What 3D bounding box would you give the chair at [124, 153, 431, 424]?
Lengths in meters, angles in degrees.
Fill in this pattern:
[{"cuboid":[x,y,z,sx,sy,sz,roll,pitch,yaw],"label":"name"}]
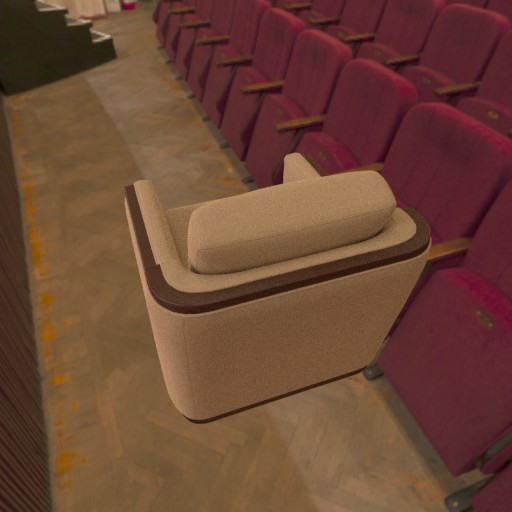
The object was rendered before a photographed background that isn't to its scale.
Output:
[{"cuboid":[0.000,0.000,1.691,0.870,0.930,0.950,-13,43,-15],"label":"chair"}]
